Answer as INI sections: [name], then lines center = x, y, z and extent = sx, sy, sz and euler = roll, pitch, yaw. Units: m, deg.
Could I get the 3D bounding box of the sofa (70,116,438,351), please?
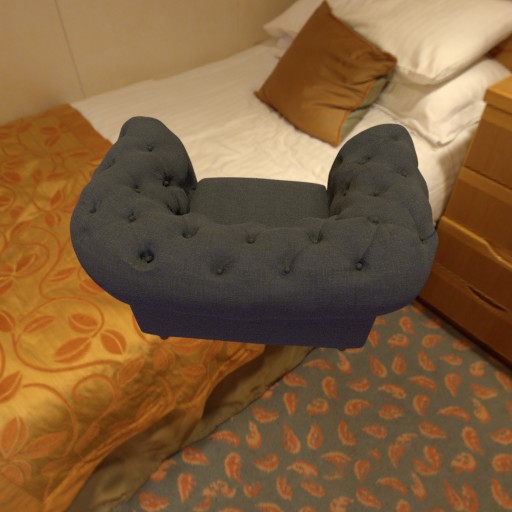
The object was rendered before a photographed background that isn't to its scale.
[sofa]
center = 0.000, 0.000, 2.005
extent = 1.405, 0.878, 1.032
euler = 3, 46, 3
